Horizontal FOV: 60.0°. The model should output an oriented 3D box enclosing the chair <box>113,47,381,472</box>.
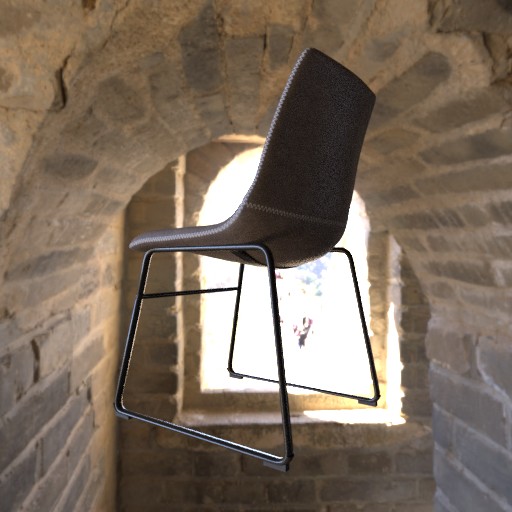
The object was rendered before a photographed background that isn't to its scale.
[{"bbox_3d":[0.000,0.000,1.110,0.550,0.780,0.460,0,-1,36],"label":"chair"}]
